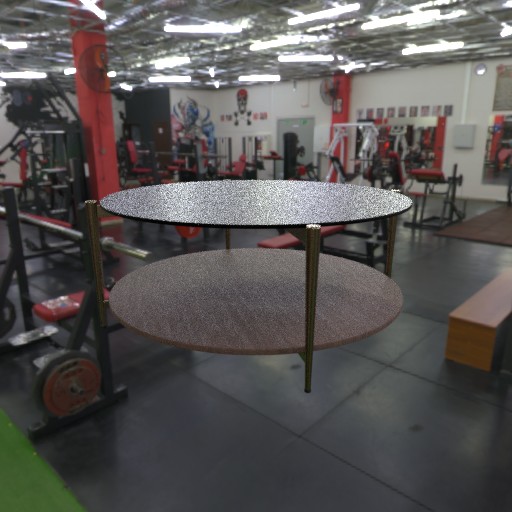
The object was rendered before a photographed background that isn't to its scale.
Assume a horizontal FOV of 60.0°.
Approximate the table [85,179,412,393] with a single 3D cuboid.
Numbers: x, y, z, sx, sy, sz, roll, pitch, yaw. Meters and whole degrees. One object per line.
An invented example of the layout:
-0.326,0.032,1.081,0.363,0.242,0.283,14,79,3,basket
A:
0.000,0.000,1.457,0.938,0.400,0.938,-15,21,-42,table
